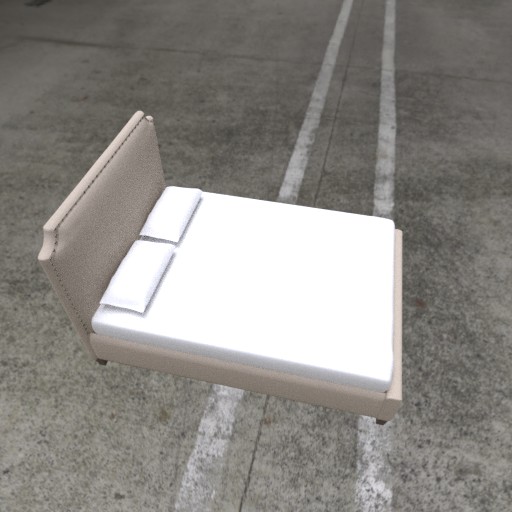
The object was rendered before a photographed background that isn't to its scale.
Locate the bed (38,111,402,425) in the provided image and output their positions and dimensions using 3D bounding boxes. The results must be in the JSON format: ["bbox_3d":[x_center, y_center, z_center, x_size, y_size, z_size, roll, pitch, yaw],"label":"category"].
[{"bbox_3d":[0.000,0.000,3.475,2.372,1.443,1.713,9,48,9],"label":"bed"}]
